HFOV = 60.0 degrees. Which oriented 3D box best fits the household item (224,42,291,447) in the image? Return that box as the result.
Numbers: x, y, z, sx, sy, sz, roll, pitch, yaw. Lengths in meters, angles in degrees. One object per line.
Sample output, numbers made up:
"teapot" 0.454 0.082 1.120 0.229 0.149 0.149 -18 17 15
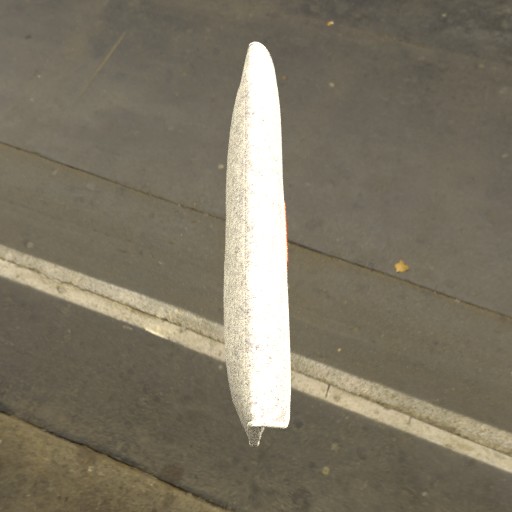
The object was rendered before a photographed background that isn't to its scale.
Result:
"household item" 0.000 0.000 0.436 0.057 0.221 0.335 -1 64 0
